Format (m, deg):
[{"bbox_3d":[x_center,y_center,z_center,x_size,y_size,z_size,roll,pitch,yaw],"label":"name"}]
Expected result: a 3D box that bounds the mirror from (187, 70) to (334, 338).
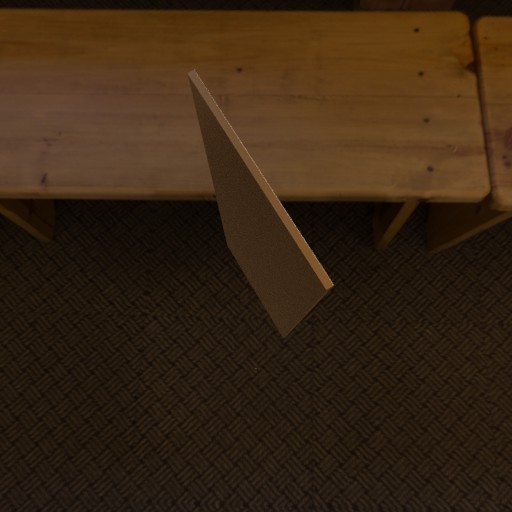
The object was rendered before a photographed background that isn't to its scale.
[{"bbox_3d":[0.000,0.000,2.311,0.025,2.031,0.812,-30,78,-7],"label":"mirror"}]
